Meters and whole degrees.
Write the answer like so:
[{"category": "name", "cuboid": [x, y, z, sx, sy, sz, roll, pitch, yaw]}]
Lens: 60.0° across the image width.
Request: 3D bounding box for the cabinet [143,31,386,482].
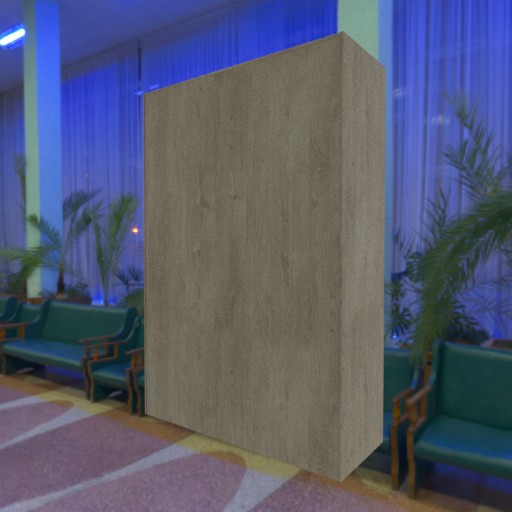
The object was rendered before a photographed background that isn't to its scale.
[{"category": "cabinet", "cuboid": [0.000, 0.000, 2.464, 1.290, 1.910, 0.510, 1, 2, 37]}]
